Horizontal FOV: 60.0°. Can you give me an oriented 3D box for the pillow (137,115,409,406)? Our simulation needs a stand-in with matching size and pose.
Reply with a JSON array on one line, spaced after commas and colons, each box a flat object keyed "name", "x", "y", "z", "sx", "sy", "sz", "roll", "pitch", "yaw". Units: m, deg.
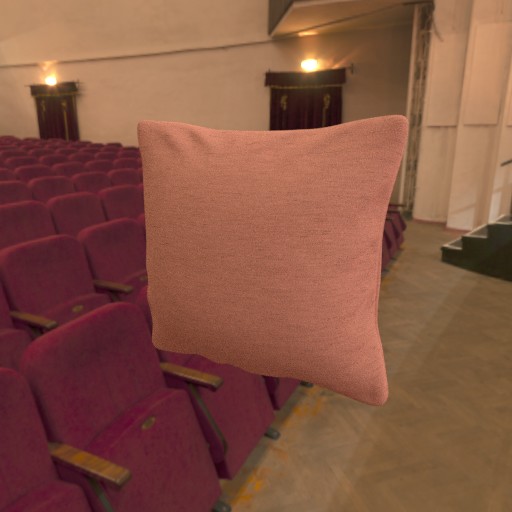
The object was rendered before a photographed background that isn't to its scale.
[{"name": "pillow", "x": 0.000, "y": 0.000, "z": 0.695, "sx": 0.432, "sy": 0.415, "sz": 0.246, "roll": 7, "pitch": 17, "yaw": 25}]
